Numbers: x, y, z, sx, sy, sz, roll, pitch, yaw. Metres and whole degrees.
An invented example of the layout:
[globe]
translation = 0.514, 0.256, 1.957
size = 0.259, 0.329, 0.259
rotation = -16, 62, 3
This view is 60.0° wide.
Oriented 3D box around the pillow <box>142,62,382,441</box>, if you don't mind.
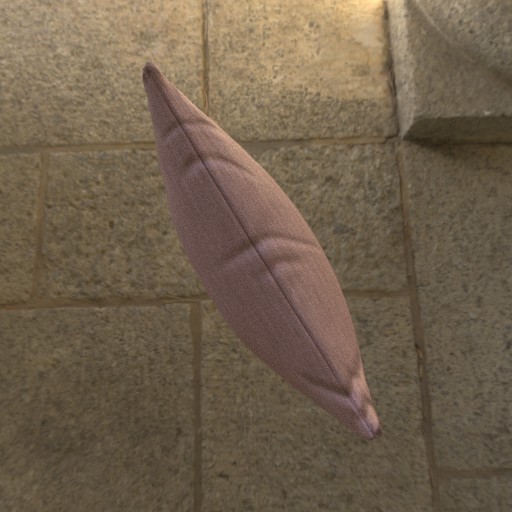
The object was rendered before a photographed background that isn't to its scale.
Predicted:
[pillow]
translation = 0.000, 0.000, 0.779
size = 0.210, 0.338, 0.633
rotation = -30, 80, -6
